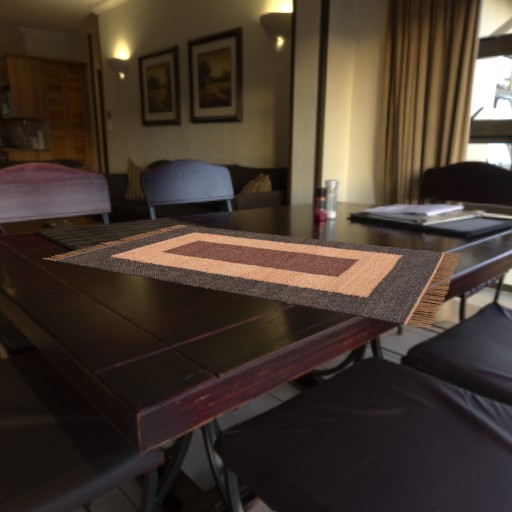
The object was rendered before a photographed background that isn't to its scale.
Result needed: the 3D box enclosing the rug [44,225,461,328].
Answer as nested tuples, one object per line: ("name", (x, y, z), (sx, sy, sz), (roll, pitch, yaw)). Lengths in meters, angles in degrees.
("rug", (0.000, 0.000, 1.889), (1.541, 0.013, 0.920), (8, 16, 27))
